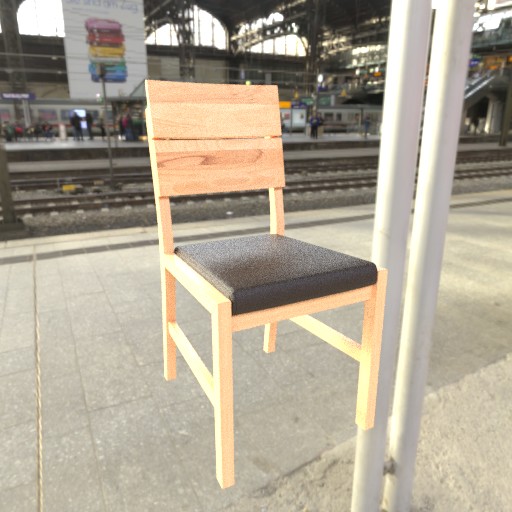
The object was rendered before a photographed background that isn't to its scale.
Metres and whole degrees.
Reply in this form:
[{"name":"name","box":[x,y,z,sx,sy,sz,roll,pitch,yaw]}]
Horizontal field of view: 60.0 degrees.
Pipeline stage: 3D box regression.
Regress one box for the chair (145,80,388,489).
[{"name":"chair","box":[0.000,0.000,1.254,0.475,0.950,0.560,-9,19,-27]}]
